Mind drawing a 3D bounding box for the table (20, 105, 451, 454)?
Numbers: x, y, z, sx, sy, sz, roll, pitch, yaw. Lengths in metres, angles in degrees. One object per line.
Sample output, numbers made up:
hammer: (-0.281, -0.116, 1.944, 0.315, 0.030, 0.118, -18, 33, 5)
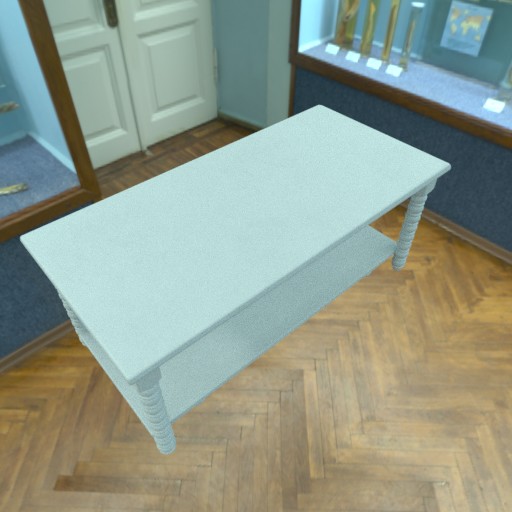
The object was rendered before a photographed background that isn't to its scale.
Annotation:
table: (0.000, 0.000, 1.461, 1.171, 0.487, 0.580, -32, 52, -28)
